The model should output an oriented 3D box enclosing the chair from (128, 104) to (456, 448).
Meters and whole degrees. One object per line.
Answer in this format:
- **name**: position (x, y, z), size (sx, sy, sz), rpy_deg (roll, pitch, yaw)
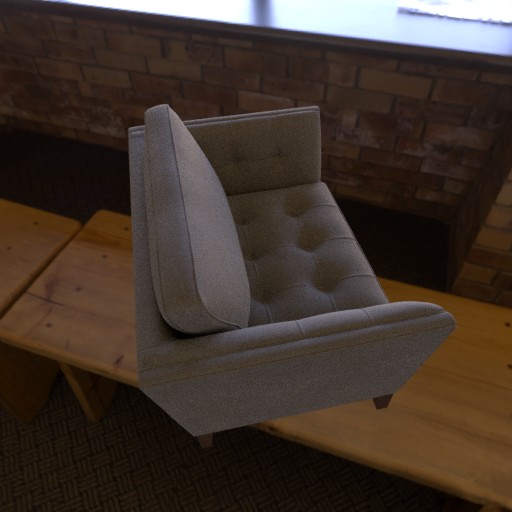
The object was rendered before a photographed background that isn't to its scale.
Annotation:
- **chair**: position (0.000, 0.000, 1.961), size (0.965, 0.942, 1.396), rpy_deg (-9, 47, -9)
